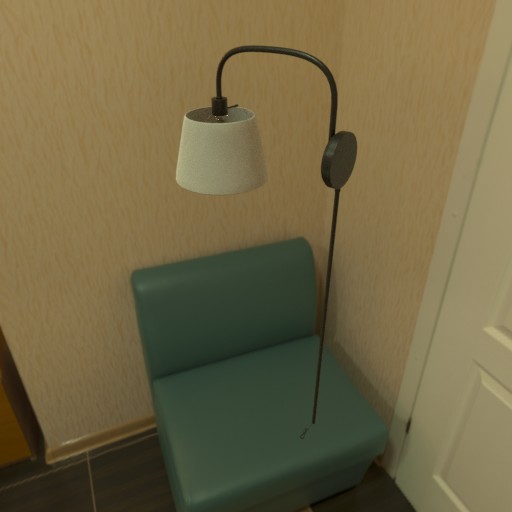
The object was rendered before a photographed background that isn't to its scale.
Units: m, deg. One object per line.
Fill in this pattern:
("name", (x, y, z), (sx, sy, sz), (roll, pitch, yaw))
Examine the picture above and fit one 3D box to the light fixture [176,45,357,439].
("light fixture", (0.000, 0.000, 0.462), (0.176, 0.399, 0.092), (21, 37, 31))
